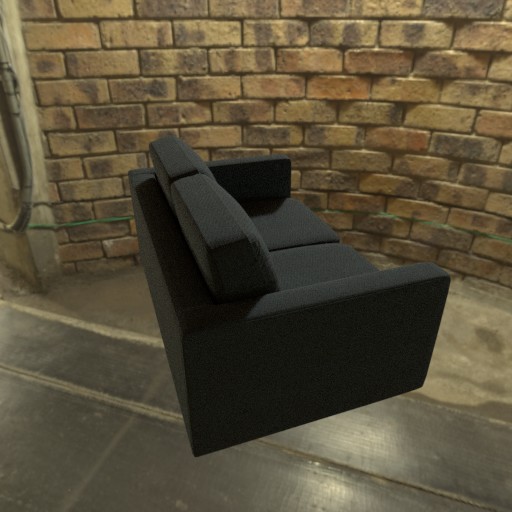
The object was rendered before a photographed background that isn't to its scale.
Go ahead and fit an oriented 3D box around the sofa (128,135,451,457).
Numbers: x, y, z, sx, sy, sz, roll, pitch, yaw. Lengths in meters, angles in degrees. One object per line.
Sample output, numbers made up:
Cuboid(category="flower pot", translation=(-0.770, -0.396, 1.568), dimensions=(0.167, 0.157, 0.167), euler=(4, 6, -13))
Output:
Cuboid(category="sofa", translation=(0.000, 0.000, 2.143), dimensions=(0.999, 0.930, 1.518), euler=(-10, 31, -17))
